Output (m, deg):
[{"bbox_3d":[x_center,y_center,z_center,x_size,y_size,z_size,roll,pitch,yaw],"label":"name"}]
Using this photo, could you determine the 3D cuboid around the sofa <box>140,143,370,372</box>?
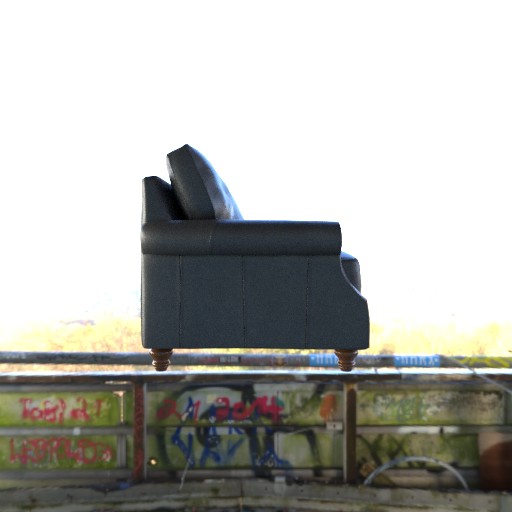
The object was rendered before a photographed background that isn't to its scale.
[{"bbox_3d":[0.000,0.000,2.923,0.974,0.977,2.387,0,0,0],"label":"sofa"}]
